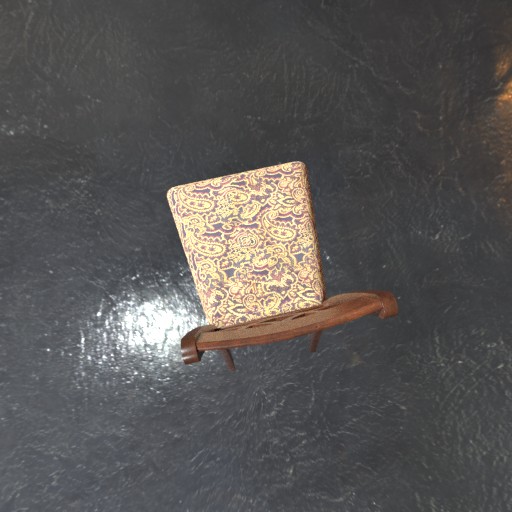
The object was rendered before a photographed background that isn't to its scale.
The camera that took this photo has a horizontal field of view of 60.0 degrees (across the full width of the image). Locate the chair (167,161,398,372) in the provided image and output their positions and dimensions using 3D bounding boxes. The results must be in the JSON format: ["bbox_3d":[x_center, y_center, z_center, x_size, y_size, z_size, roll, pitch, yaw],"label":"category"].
[{"bbox_3d":[0.000,0.000,1.307,0.457,0.965,0.584,-12,75,-3],"label":"chair"}]
